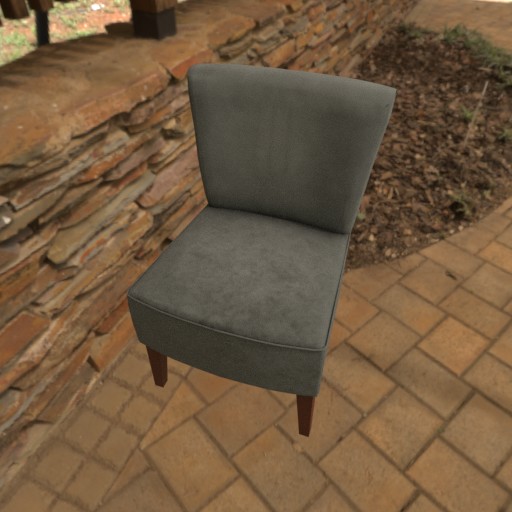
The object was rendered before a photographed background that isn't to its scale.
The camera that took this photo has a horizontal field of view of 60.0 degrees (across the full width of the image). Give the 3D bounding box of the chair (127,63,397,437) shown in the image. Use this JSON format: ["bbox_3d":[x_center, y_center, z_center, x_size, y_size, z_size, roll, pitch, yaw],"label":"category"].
[{"bbox_3d":[0.000,0.000,1.178,0.521,0.806,0.554,13,43,15],"label":"chair"}]
